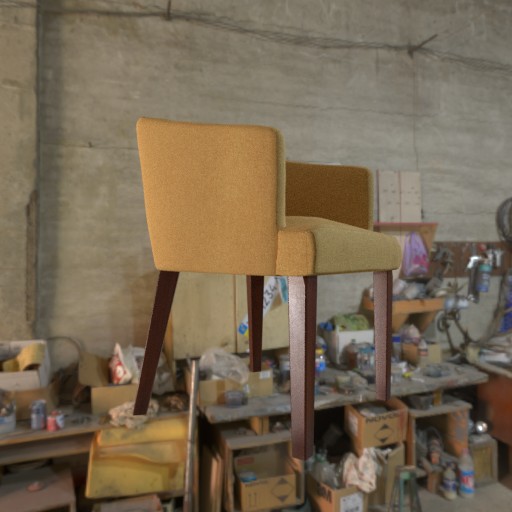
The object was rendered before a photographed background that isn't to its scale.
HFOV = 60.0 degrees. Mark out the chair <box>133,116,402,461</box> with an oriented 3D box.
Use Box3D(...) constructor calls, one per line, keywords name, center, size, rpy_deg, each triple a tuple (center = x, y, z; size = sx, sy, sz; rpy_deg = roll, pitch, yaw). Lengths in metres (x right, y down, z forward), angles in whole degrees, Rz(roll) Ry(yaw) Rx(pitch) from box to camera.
Box3D(name="chair", center=(0.000, 0.000, 1.242), size=(0.655, 0.811, 0.583), rpy_deg=(0, 0, 36))
